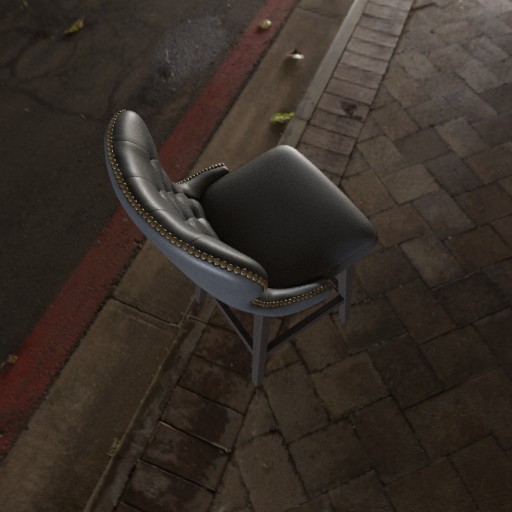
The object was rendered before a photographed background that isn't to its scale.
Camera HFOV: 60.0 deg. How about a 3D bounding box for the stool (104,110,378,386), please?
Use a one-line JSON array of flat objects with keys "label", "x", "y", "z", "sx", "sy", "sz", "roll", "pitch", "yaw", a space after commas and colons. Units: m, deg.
[{"label": "stool", "x": 0.000, "y": 0.000, "z": 1.308, "sx": 0.593, "sy": 0.971, "sz": 0.528, "roll": -31, "pitch": 64, "yaw": -17}]
